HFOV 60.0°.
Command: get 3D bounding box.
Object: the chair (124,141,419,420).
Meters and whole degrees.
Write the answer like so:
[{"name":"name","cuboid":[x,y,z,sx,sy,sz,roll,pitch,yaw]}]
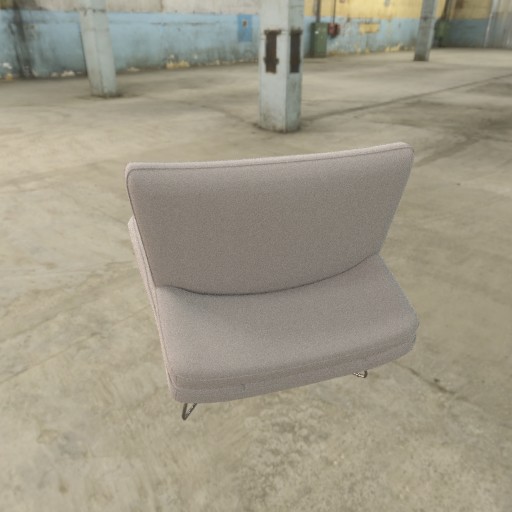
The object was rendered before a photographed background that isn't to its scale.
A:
[{"name":"chair","cuboid":[0.000,0.000,1.610,0.859,0.855,1.008,-8,28,-16]}]
